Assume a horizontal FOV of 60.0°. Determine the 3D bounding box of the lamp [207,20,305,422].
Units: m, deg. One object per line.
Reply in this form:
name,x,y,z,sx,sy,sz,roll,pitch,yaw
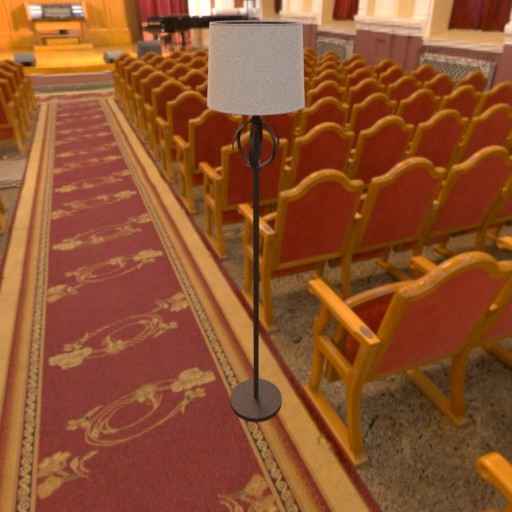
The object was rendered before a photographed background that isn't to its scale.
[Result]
lamp,0.000,0.000,1.567,0.286,1.462,0.286,-11,32,-18
